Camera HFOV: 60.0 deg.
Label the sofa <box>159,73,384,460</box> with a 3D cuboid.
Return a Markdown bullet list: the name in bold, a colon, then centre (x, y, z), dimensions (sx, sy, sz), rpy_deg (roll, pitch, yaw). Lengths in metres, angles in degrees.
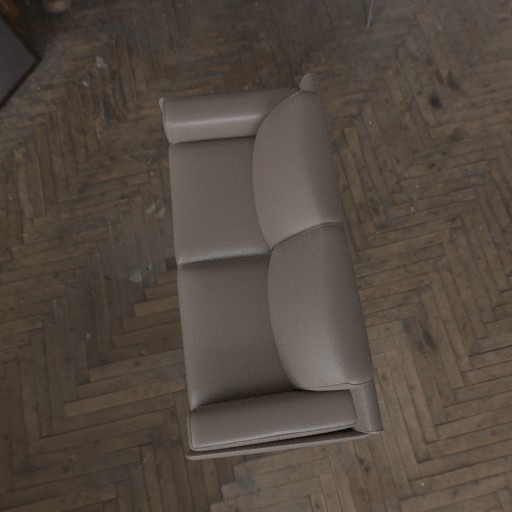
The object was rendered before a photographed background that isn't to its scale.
- **sofa**: centre (0.000, 0.000, 2.590), dimensions (1.049, 0.930, 2.101), rpy_deg (-7, 75, -2)
